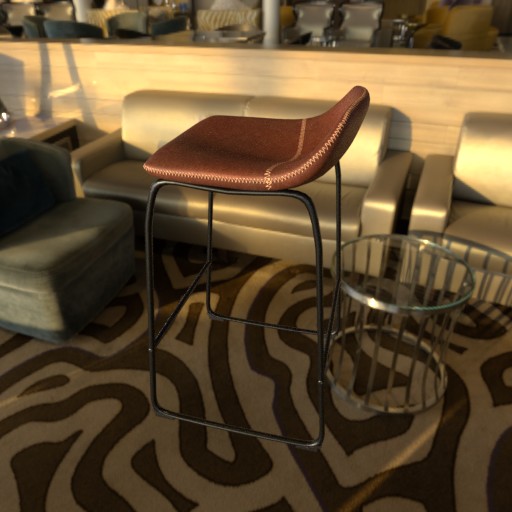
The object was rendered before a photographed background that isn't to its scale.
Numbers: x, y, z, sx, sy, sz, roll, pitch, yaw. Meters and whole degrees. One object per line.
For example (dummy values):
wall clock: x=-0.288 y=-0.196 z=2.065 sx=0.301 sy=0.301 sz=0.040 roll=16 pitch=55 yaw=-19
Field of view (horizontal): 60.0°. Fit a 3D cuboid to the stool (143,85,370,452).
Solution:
stool: x=0.000 y=0.000 z=1.143 sx=0.473 sy=0.830 sz=0.454 roll=8 pitch=32 yaw=12
